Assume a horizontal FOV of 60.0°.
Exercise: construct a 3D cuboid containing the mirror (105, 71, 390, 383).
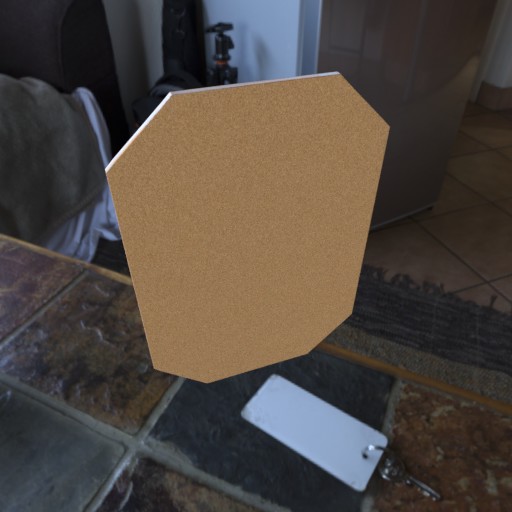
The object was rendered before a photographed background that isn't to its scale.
[{"bbox_3d":[0.000,0.000,1.301,0.709,1.015,0.061,-13,42,-15],"label":"mirror"}]
